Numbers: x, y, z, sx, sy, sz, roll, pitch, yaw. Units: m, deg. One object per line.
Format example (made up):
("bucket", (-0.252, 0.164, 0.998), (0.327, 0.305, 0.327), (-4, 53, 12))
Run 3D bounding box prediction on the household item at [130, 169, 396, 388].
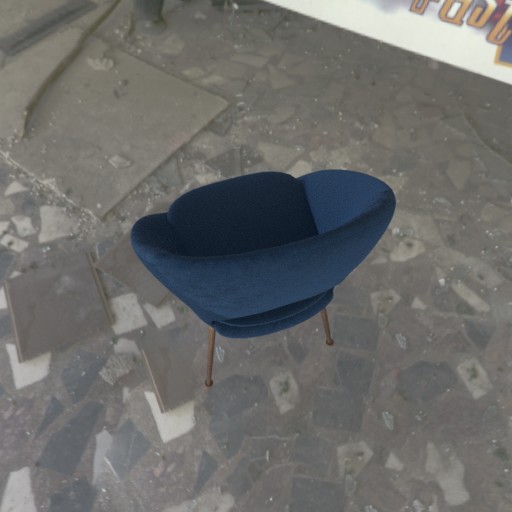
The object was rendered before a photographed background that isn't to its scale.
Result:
("household item", (0.000, 0.000, 1.278), (0.623, 0.852, 0.573), (-16, 59, -10))
